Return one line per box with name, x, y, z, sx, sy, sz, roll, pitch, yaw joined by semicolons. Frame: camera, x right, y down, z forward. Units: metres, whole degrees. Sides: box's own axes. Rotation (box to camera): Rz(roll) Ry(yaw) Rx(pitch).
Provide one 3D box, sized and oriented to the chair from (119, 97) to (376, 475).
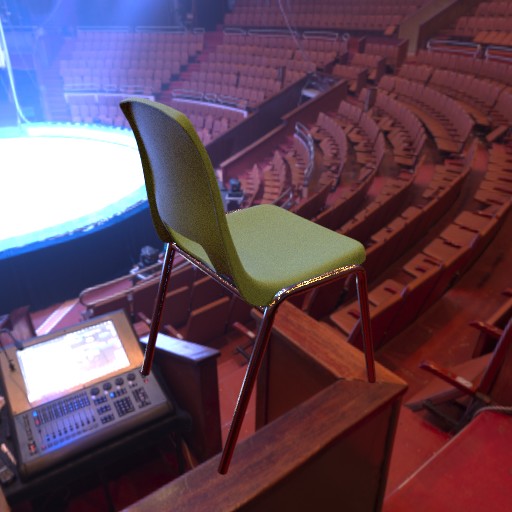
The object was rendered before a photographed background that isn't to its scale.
chair;0.000;0.000;0.921;0.436;0.653;0.381;-19;33;-33
